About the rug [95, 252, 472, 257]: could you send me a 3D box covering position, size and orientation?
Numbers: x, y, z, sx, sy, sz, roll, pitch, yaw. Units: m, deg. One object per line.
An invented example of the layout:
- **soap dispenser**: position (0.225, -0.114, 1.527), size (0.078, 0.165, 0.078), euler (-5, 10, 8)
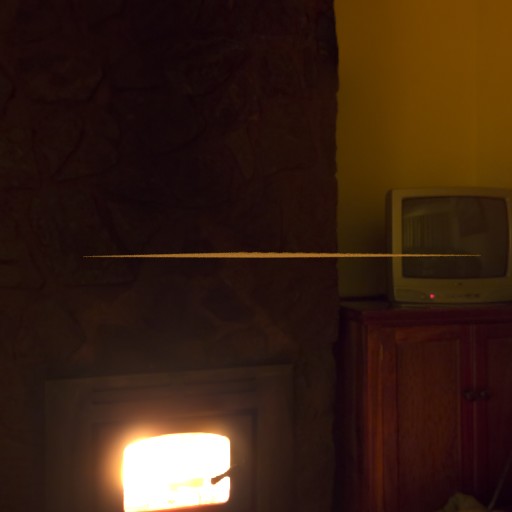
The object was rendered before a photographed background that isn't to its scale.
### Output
- **rug**: position (0.000, 0.000, 4.304), size (2.439, 0.005, 3.201), euler (0, -1, -35)
